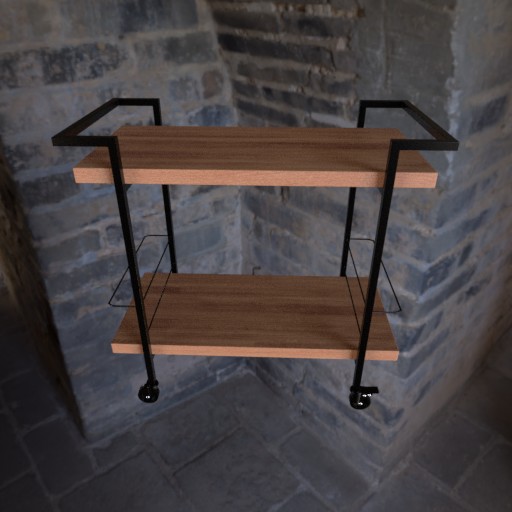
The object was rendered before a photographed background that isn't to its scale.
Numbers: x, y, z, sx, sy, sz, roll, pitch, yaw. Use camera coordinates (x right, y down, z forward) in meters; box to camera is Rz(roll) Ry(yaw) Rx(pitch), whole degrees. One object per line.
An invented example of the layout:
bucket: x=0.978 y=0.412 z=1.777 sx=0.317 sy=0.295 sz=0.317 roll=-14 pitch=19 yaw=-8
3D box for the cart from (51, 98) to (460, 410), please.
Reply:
cart: x=0.000 y=0.000 z=1.235 sx=0.806 sy=0.762 sz=0.406 roll=1 pitch=31 yaw=2
